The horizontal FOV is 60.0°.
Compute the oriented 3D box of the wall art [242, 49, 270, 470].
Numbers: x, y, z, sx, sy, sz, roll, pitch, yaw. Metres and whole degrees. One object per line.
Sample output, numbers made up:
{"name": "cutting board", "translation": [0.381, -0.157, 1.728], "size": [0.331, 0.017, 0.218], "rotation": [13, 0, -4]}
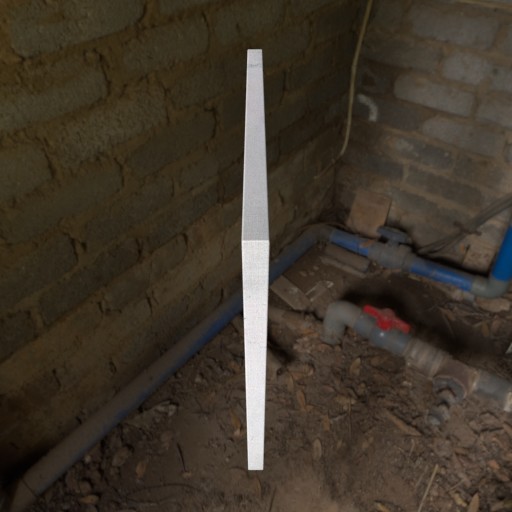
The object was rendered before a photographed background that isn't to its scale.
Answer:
{"name": "wall art", "translation": [0.000, 0.000, 1.134], "size": [0.041, 0.762, 0.762], "rotation": [0, 43, 0]}
